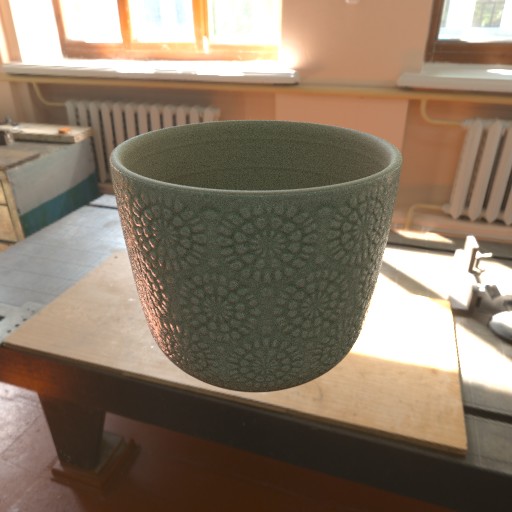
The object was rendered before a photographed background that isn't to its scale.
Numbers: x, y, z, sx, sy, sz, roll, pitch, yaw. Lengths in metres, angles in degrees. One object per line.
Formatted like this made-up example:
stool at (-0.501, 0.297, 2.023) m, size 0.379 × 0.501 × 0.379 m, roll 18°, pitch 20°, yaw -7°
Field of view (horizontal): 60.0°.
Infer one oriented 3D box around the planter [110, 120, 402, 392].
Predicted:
planter at (0.000, 0.000, 0.220) m, size 0.124 × 0.109 × 0.124 m, roll 0°, pitch 27°, yaw 0°
